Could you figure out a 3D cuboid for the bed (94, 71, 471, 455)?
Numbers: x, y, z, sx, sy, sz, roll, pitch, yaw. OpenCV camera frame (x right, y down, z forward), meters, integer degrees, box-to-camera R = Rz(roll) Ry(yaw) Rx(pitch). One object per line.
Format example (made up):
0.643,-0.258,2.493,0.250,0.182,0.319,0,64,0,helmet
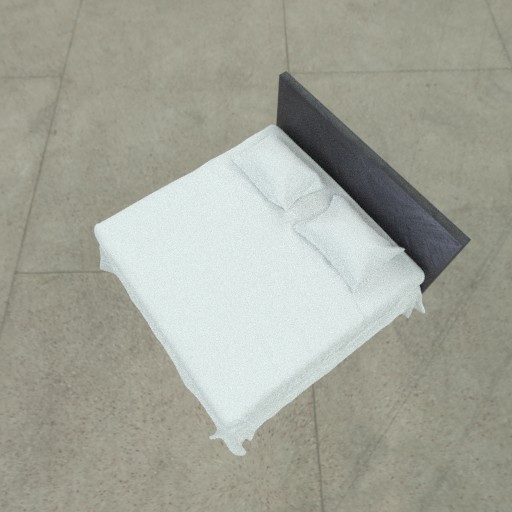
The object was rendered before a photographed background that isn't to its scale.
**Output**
0.000,0.000,3.579,2.165,1.158,2.255,-34,68,-16,bed
